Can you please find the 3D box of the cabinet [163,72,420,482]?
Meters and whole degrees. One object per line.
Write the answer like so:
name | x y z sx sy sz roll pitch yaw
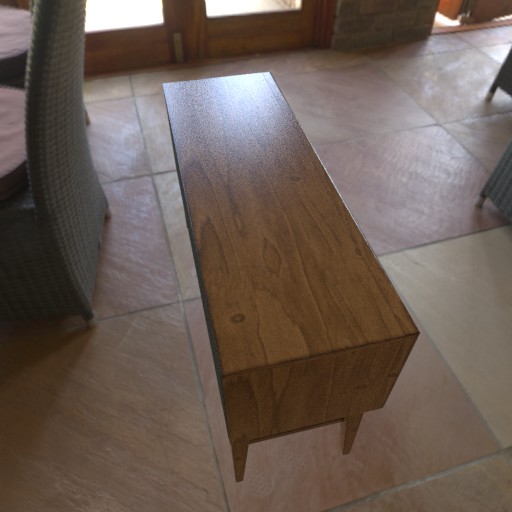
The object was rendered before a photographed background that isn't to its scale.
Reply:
cabinet | 0.000 0.000 1.729 0.477 0.802 1.363 -10 48 -9
